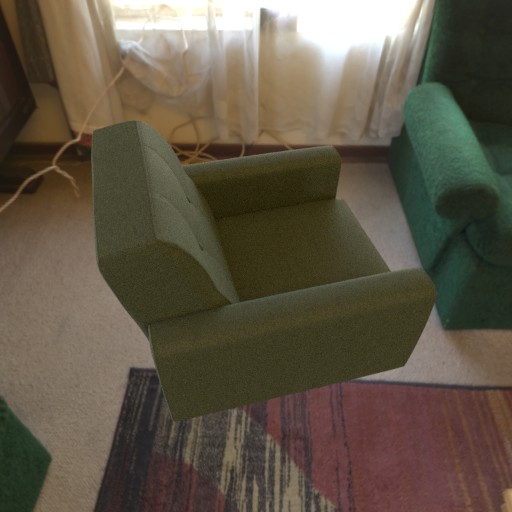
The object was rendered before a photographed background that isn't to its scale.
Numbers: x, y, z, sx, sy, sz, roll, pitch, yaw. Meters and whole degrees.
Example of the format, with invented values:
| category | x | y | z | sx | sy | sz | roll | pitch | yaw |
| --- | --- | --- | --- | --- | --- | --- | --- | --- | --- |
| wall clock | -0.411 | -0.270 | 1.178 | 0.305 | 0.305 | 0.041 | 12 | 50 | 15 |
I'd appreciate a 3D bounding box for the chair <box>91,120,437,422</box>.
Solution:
| category | x | y | z | sx | sy | sz | roll | pitch | yaw |
| --- | --- | --- | --- | --- | --- | --- | --- | --- | --- |
| chair | 0.000 | 0.000 | 1.544 | 0.909 | 0.841 | 0.831 | -11 | 47 | -11 |
